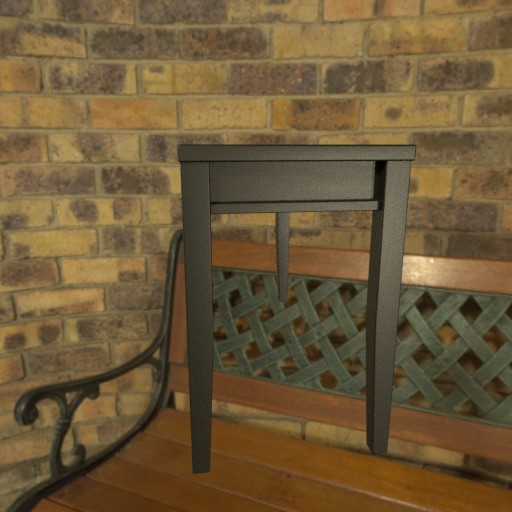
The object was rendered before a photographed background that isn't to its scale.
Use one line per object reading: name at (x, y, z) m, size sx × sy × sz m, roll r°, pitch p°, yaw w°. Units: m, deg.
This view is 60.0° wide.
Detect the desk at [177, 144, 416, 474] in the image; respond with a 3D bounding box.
desk at (0.000, 0.000, 1.591) m, size 0.508 × 0.775 × 1.220 m, roll -2°, pitch 14°, yaw -9°
